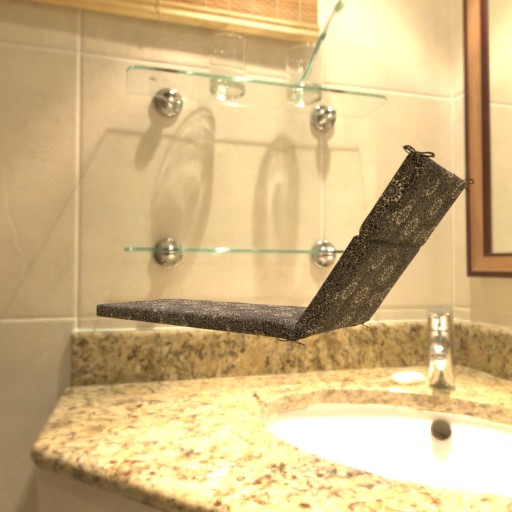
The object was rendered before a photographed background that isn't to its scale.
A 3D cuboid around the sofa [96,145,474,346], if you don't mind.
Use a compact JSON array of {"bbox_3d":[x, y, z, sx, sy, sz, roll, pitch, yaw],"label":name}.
[{"bbox_3d":[0.000,0.000,1.952,1.663,0.622,0.582,-1,-2,37],"label":"sofa"}]
